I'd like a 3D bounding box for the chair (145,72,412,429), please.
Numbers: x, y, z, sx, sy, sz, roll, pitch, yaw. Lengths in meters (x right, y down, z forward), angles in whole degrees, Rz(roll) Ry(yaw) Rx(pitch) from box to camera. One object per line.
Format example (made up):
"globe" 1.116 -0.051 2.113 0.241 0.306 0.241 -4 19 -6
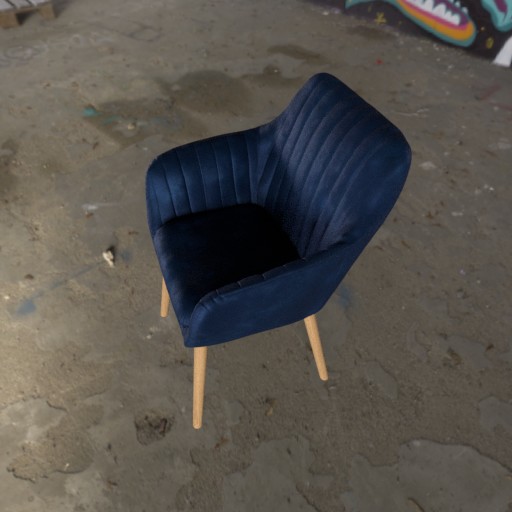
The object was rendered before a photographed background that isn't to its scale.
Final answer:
"chair" 0.000 0.000 1.251 0.573 0.826 0.578 -15 47 -15
